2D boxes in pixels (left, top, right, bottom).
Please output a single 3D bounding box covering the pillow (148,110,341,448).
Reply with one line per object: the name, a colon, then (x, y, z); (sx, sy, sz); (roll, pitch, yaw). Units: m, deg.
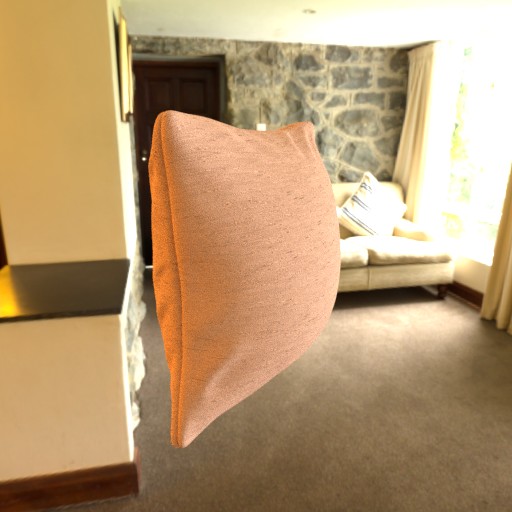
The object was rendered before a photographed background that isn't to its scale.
pillow: (0.000, 0.000, 0.692); (0.246, 0.415, 0.432); (8, 17, 26)
